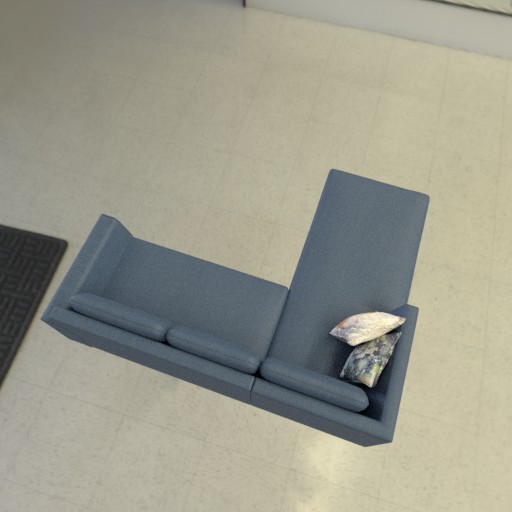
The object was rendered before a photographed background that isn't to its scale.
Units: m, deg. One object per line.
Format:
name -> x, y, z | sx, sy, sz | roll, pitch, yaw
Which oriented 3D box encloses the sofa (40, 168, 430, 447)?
sofa -> 0.000, 0.000, 3.063 | 2.120, 0.787, 1.829 | 18, 66, 8
